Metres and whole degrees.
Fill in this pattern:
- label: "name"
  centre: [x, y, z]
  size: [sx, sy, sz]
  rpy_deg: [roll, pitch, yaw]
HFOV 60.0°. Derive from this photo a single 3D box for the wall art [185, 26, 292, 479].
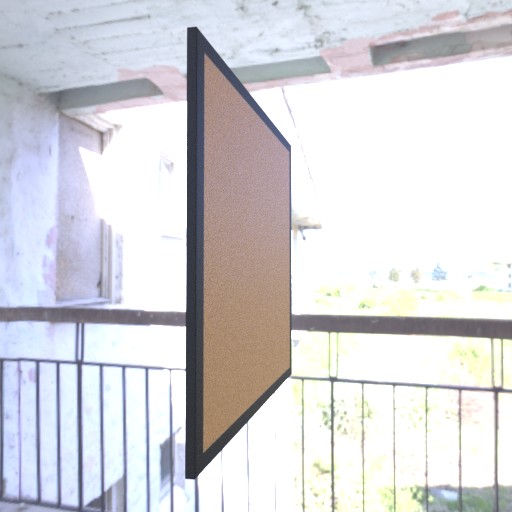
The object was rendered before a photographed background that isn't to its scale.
- label: "wall art"
  centre: [0.000, 0.000, 0.960]
  size: [0.016, 0.659, 0.663]
  rpy_deg: [0, -2, 17]
